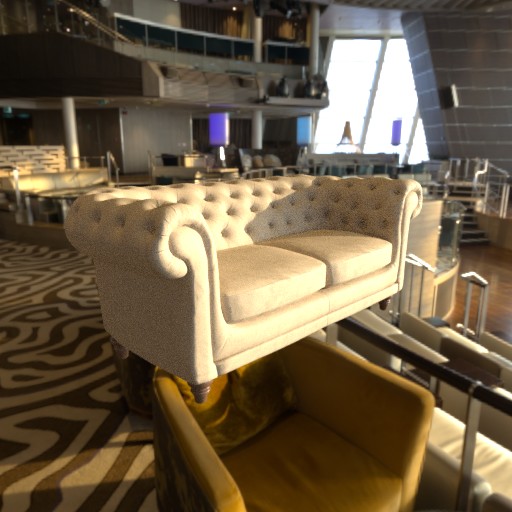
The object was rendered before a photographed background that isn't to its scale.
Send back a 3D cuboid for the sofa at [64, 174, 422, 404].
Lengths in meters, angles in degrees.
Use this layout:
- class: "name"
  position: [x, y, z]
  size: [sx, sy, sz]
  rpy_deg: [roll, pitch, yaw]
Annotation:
- class: "sofa"
  position: [0.000, 0.000, 2.525]
  size: [1.069, 0.835, 1.988]
  rpy_deg: [13, 19, 43]
